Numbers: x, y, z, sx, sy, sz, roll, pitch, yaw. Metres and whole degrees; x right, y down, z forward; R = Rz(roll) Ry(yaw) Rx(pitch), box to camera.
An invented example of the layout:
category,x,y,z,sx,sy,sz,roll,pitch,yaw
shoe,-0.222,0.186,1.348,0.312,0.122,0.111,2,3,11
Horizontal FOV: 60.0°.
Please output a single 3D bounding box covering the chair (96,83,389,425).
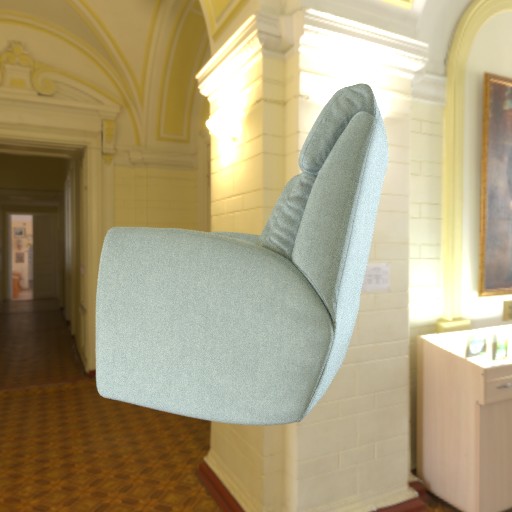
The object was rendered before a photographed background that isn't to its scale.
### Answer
category,x,y,z,sx,sy,sz,roll,pitch,yaw
chair,0.000,0.000,1.664,0.940,1.013,0.812,0,1,19
